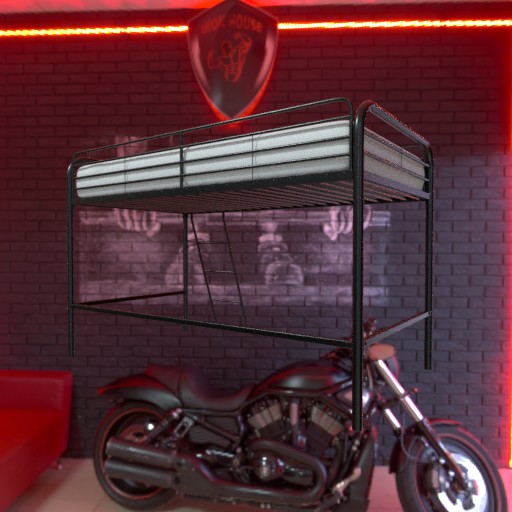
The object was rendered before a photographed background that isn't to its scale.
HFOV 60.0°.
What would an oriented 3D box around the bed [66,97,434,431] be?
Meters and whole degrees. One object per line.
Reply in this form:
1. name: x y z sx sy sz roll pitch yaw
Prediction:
1. bed: 0.000 0.000 2.803 1.968 1.289 1.393 1 2 36
